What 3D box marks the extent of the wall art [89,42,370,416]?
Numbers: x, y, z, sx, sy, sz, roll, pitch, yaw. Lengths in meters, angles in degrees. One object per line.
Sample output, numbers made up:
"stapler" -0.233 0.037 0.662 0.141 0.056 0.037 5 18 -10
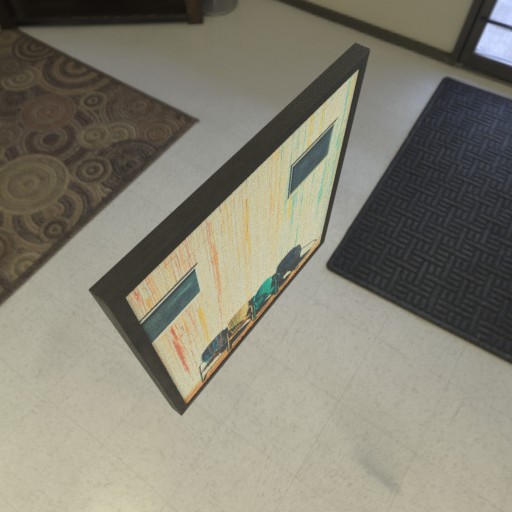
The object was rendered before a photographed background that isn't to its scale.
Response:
"wall art" 0.000 0.000 1.130 0.039 0.763 0.763 33 64 18
